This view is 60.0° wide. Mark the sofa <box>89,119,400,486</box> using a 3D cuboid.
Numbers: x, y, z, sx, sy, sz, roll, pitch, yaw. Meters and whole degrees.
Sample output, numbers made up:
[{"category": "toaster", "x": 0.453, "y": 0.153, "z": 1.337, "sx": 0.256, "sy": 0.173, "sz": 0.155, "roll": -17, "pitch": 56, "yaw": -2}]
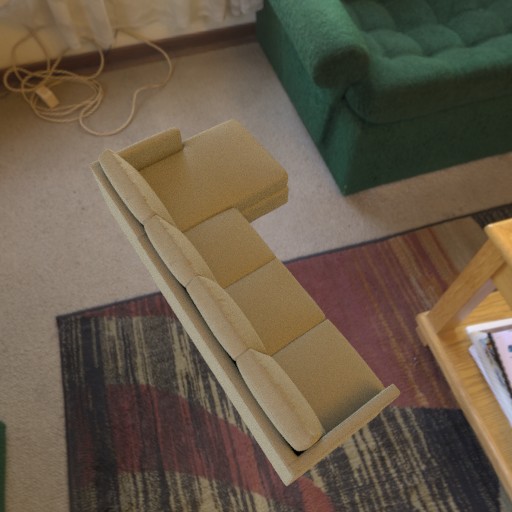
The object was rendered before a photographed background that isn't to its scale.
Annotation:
[{"category": "sofa", "x": 0.000, "y": 0.000, "z": 3.869, "sx": 1.622, "sy": 0.867, "sz": 3.177, "roll": -30, "pitch": 63, "yaw": -17}]
